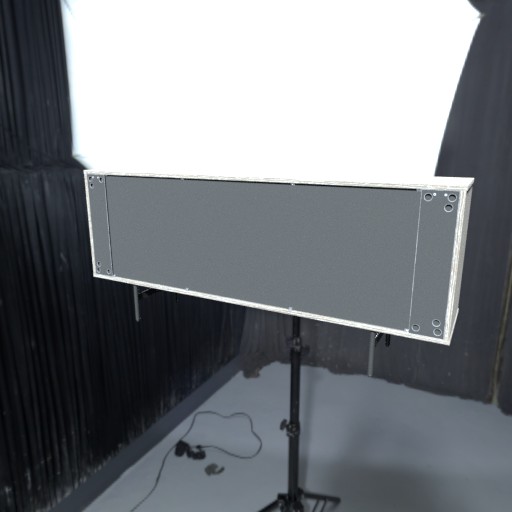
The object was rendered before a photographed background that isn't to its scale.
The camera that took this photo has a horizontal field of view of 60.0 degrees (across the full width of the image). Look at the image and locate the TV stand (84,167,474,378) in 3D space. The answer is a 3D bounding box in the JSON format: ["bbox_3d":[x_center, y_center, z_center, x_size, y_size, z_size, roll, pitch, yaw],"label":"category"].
[{"bbox_3d":[0.000,0.000,2.143,1.804,0.787,0.405,8,16,27],"label":"TV stand"}]
